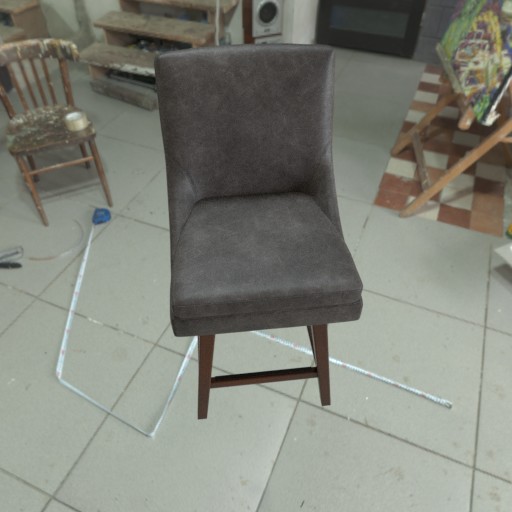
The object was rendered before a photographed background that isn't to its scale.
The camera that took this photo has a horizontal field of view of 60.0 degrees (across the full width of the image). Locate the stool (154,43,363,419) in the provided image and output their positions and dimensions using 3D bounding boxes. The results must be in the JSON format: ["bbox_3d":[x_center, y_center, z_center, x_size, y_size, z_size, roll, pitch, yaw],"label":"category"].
[{"bbox_3d":[0.000,0.000,1.355,0.492,1.046,0.587,-5,46,-4],"label":"stool"}]
